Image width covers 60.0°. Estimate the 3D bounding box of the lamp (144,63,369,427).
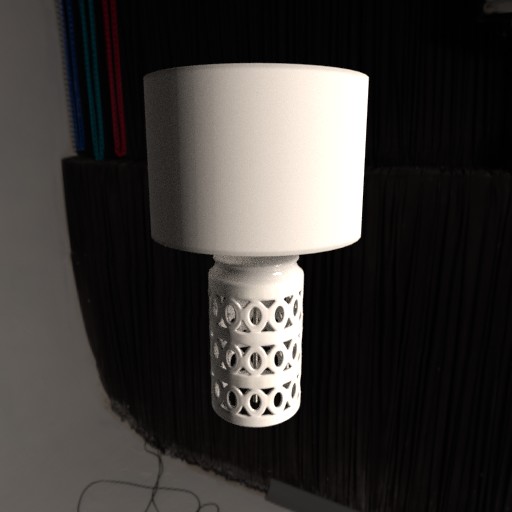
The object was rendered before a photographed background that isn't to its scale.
[{"bbox_3d":[0.000,0.000,0.681,0.310,0.502,0.310,0,15,0],"label":"lamp"}]
